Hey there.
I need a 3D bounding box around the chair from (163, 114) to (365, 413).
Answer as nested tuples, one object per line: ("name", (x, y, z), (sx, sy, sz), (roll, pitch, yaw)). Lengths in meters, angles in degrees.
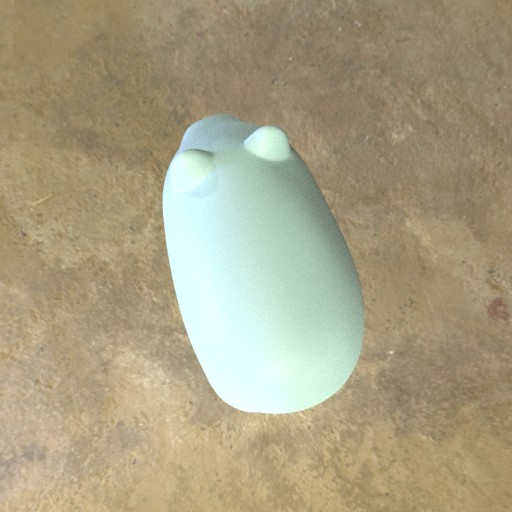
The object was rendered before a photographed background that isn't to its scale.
("chair", (0.000, 0.000, 0.877), (0.364, 0.423, 0.619), (-18, 76, -5))
